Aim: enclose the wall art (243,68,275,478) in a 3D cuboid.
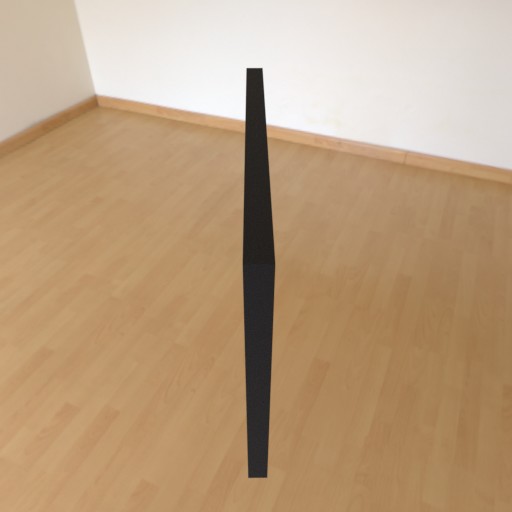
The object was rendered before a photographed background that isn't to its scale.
[{"bbox_3d":[0.000,0.000,0.768,0.030,0.454,0.554,0,40,0],"label":"wall art"}]
